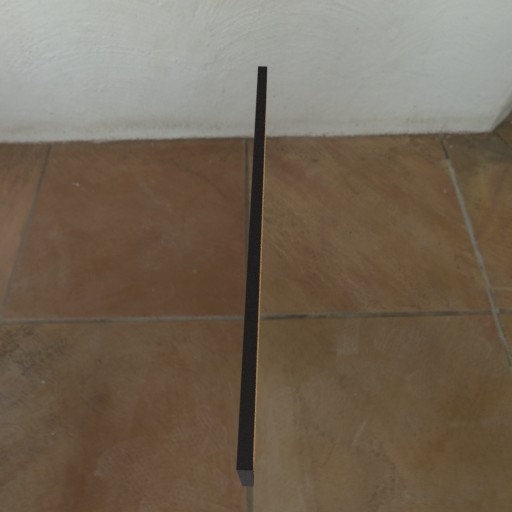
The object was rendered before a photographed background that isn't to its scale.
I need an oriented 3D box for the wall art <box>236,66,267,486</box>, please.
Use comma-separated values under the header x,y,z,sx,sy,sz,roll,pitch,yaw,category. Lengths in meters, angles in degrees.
x,y,z,sx,sy,sz,roll,pitch,yaw,category
0.000,0.000,1.738,0.041,0.554,1.572,2,59,1,wall art
